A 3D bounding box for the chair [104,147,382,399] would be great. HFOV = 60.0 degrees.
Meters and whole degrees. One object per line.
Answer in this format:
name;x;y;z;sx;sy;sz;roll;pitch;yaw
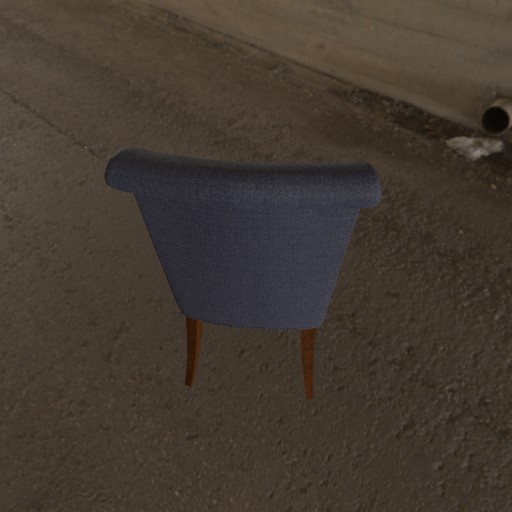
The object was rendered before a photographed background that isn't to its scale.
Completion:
chair;0.000;0.000;1.328;0.513;0.988;0.608;5;46;4
